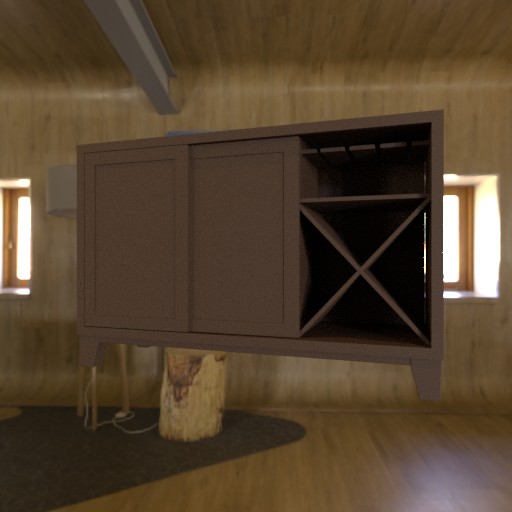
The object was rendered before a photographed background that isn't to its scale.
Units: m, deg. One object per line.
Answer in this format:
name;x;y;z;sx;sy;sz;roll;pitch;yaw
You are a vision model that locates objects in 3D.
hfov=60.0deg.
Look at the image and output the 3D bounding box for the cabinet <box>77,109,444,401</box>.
cabinet;0.000;0.000;1.832;1.396;0.914;0.482;0;0;19
